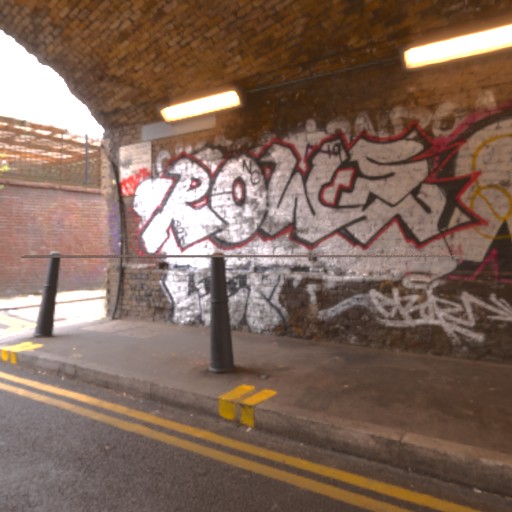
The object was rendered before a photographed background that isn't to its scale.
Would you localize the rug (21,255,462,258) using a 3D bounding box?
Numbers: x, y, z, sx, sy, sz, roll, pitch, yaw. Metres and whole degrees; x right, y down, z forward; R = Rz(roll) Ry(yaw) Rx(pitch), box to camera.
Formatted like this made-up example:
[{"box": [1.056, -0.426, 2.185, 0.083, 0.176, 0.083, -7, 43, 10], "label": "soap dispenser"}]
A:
[{"box": [0.000, 0.000, 2.431, 2.196, 0.011, 0.662, 0, 0, -18], "label": "rug"}]
